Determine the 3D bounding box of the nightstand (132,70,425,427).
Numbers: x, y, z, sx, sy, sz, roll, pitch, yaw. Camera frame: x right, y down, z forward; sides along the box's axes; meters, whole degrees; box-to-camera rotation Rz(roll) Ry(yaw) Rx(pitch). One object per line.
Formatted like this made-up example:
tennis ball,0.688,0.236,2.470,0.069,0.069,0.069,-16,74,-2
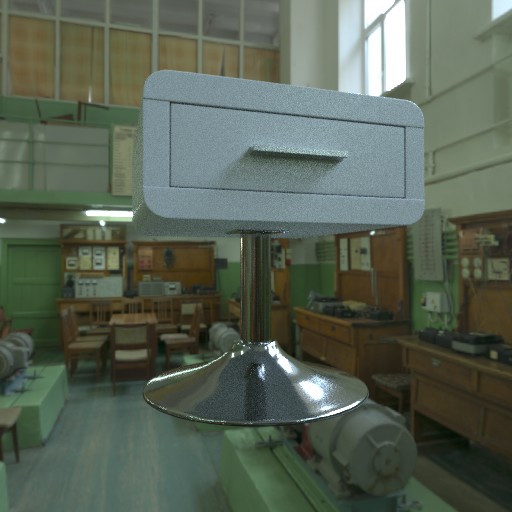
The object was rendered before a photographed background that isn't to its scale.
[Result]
nightstand,0.000,0.000,0.762,0.399,0.447,0.404,0,-1,-17
